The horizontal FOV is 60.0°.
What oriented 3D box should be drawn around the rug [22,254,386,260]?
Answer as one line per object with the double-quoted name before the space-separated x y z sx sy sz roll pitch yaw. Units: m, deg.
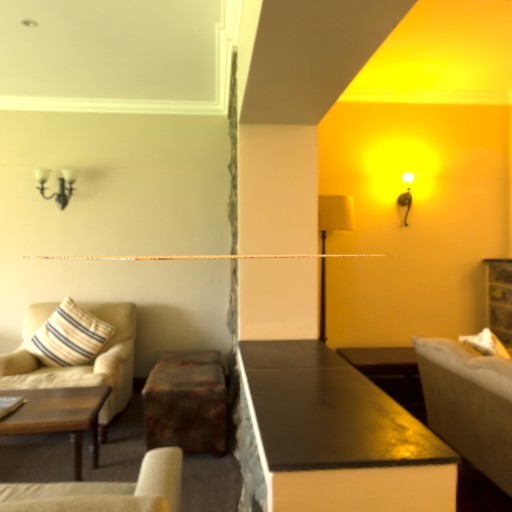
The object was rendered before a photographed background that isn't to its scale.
"rug" 0.000 0.000 2.692 0.771 0.009 2.443 0 1 35
